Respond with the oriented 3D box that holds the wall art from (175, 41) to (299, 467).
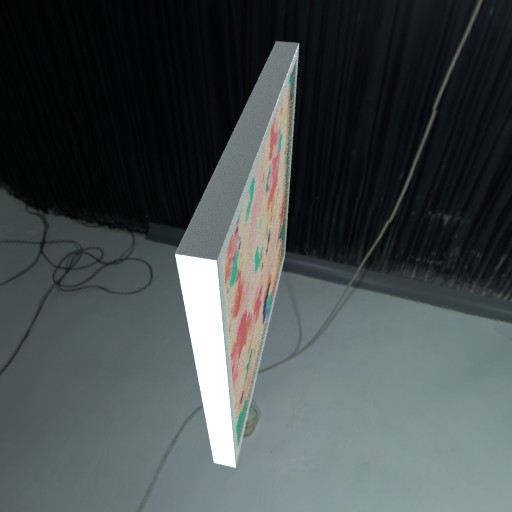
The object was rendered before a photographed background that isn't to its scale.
[{"bbox_3d":[0.000,0.000,0.741,0.038,0.505,0.506,9,46,8],"label":"wall art"}]
